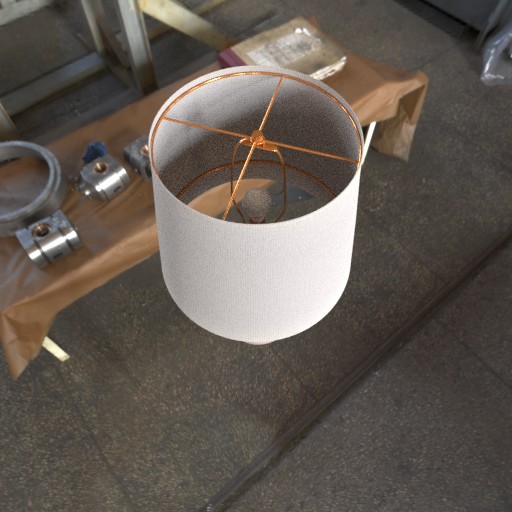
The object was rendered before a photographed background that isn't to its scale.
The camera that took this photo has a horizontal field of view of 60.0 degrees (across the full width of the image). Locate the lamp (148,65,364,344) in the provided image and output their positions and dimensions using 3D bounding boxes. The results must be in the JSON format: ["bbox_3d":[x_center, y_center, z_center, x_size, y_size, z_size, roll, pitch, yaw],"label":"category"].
[{"bbox_3d":[0.000,0.000,0.455,0.189,0.340,0.189,0,60,0],"label":"lamp"}]
